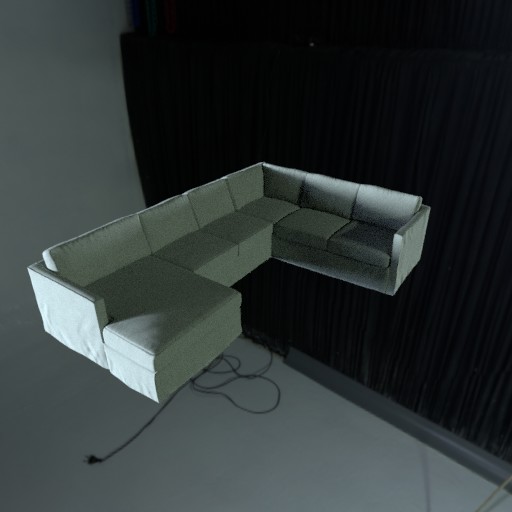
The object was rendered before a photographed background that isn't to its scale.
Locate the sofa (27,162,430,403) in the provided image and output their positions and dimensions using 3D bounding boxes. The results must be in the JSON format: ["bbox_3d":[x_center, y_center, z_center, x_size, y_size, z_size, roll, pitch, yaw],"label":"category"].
[{"bbox_3d":[0.000,0.000,4.506,2.440,0.869,3.434,19,34,31],"label":"sofa"}]
